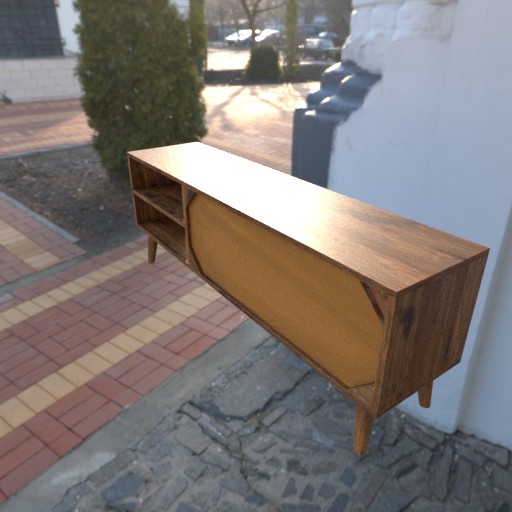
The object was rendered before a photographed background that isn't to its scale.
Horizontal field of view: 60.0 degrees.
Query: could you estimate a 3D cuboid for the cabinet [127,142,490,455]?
[{"bbox_3d":[0.000,0.000,1.620,0.349,0.528,1.448,-18,32,-32],"label":"cabinet"}]
